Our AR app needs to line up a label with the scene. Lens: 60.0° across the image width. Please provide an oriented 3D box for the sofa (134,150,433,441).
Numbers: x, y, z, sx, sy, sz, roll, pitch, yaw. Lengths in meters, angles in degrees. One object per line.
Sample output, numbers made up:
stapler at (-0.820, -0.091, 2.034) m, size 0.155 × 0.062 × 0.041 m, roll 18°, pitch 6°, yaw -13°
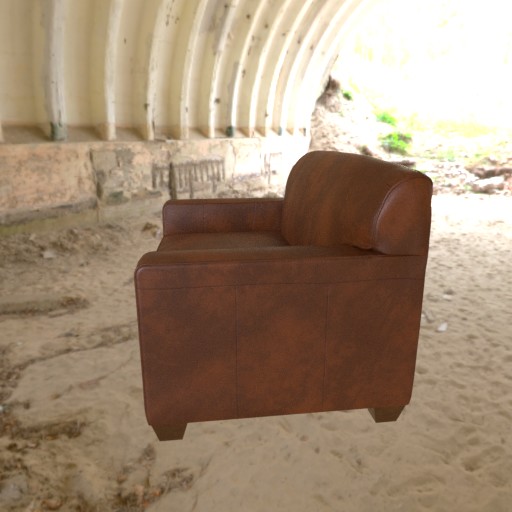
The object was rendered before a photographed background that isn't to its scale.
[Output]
sofa at (0.000, 0.000, 2.091) m, size 1.000 × 0.956 × 1.413 m, roll -2°, pitch 16°, yaw -7°
